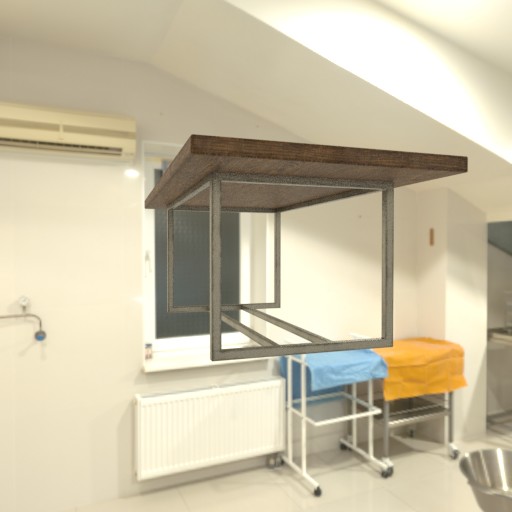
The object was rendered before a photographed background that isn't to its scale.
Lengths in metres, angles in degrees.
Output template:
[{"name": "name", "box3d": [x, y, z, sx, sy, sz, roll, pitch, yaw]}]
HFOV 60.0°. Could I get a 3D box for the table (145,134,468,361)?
[{"name": "table", "box3d": [0.000, 0.000, 2.497, 1.078, 0.795, 1.989, 0, 1, -18]}]
